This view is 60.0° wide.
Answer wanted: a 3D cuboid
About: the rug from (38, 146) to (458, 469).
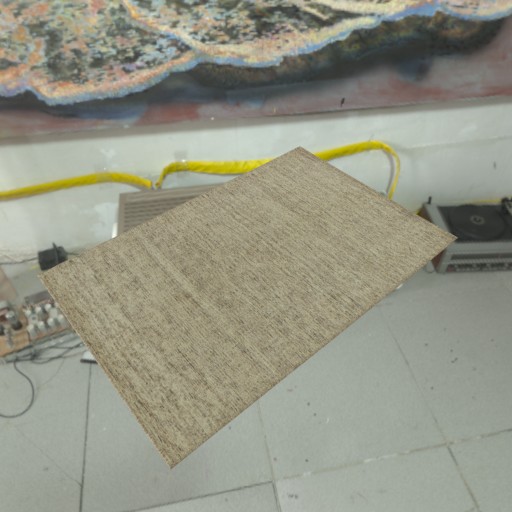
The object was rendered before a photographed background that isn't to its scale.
[{"bbox_3d":[0.000,0.000,2.294,1.822,0.018,1.211,-31,53,-27],"label":"rug"}]
